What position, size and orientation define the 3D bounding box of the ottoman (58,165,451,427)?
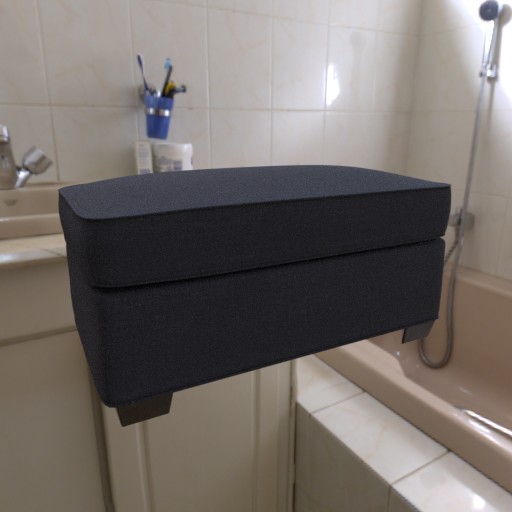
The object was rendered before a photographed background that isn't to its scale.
[{"bbox_3d":[0.000,0.000,1.157,0.895,0.453,0.505,-8,18,-27],"label":"ottoman"}]
